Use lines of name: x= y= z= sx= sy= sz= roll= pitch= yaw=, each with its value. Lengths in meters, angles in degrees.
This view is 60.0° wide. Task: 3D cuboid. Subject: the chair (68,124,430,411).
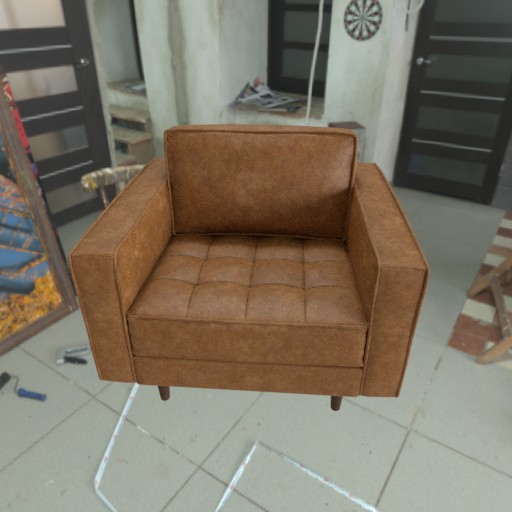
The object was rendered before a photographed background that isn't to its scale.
chair: x=0.000 y=0.000 z=1.497 sx=0.928 sy=0.767 sz=0.798 roll=2 pitch=30 yaw=4
